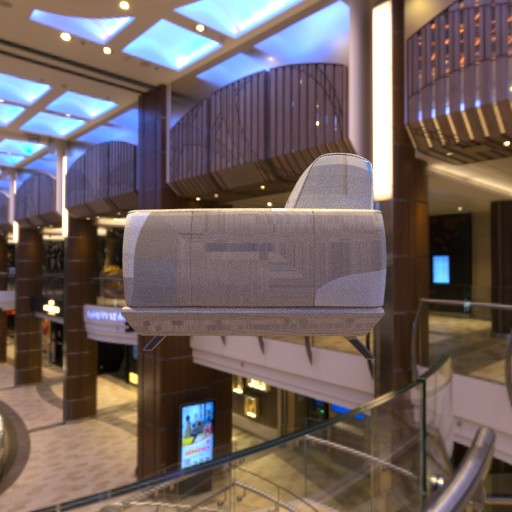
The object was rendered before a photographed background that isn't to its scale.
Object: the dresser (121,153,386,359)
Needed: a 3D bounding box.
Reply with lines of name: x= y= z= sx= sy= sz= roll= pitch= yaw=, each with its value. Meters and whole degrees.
dresser: x=0.000 y=0.000 z=5.953 sx=2.251 sy=1.863 sz=4.679 roll=0 pitch=-1 yaw=1
